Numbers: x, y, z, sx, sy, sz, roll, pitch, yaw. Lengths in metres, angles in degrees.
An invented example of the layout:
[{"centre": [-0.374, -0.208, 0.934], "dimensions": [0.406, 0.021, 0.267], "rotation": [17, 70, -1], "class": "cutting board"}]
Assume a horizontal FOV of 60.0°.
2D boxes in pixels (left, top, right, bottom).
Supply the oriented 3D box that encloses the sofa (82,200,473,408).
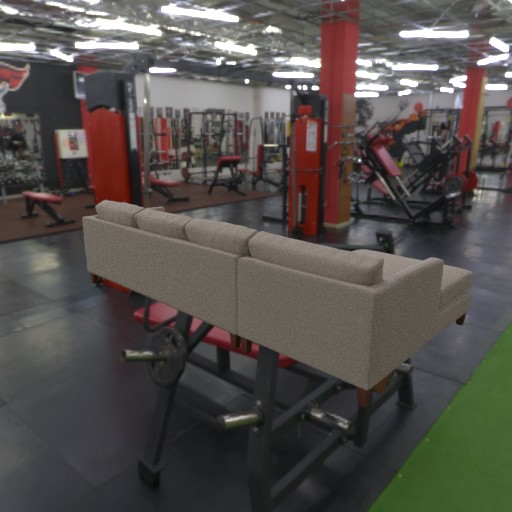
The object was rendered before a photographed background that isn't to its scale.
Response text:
[{"centre": [0.000, 0.000, 3.929], "dimensions": [3.186, 0.846, 1.625], "rotation": [14, 21, 41], "class": "sofa"}]
